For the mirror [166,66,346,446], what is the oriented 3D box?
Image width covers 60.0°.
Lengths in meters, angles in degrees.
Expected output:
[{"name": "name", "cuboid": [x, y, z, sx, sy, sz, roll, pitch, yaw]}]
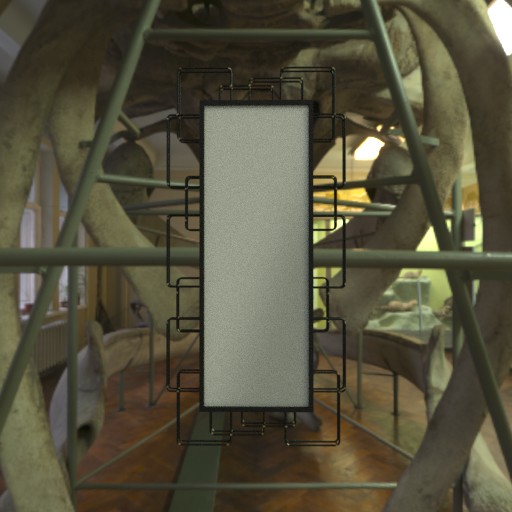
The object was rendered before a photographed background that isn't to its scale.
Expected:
[{"name": "mirror", "cuboid": [0.000, 0.000, 1.410, 0.565, 1.192, 0.037, 0, 0, 1]}]
